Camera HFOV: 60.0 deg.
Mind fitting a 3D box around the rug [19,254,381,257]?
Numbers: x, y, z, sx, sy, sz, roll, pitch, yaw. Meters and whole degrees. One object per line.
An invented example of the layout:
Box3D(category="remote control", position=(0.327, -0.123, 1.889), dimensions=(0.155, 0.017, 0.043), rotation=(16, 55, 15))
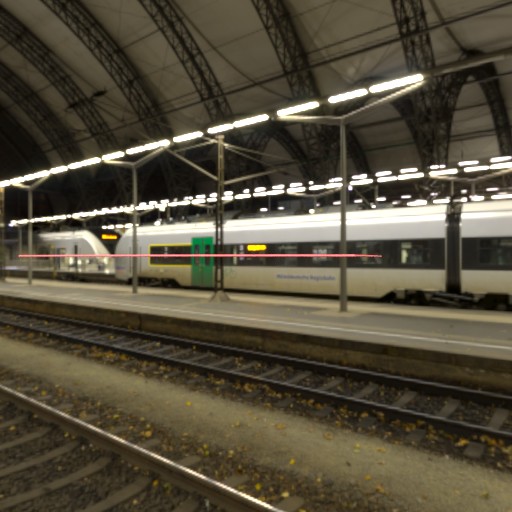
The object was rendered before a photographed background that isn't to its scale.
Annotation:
Box3D(category="rug", position=(0.000, 0.000, 2.974), dimensions=(1.534, 0.010, 2.423), rotation=(0, 0, 18))
